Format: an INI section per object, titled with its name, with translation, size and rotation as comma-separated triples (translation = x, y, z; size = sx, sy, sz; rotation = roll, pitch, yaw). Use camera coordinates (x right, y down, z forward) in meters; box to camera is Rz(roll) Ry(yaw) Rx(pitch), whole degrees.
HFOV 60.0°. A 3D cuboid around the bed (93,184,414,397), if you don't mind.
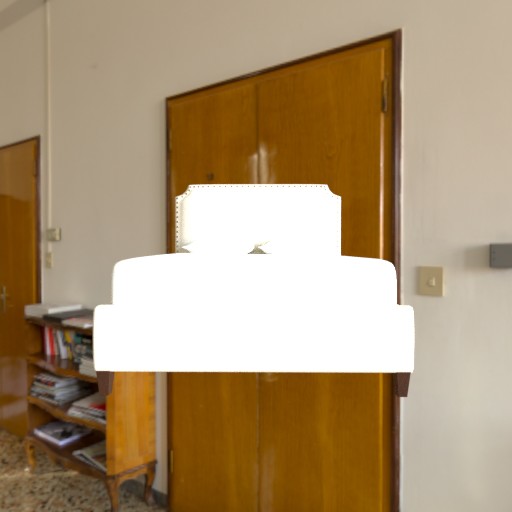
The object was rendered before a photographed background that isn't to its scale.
[bed]
translation = 0.000, 0.000, 3.473
size = 1.712, 1.443, 2.365
rotation = 0, 1, 1
